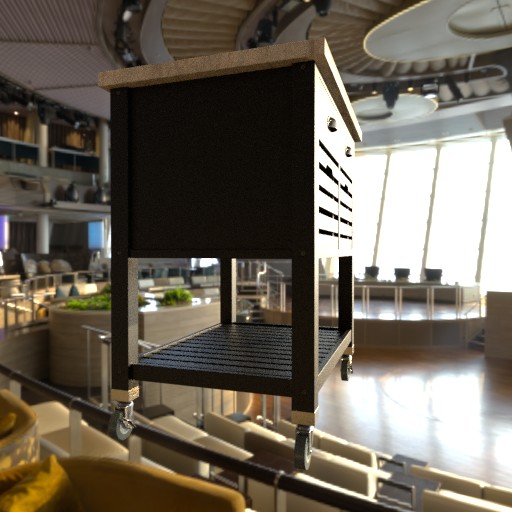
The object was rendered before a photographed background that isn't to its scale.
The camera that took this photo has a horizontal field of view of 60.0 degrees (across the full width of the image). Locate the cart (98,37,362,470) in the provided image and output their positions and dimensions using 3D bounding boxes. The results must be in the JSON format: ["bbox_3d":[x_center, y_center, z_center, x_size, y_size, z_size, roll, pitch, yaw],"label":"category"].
[{"bbox_3d":[0.000,0.000,1.385,0.567,0.920,0.797,0,1,19],"label":"cart"}]
